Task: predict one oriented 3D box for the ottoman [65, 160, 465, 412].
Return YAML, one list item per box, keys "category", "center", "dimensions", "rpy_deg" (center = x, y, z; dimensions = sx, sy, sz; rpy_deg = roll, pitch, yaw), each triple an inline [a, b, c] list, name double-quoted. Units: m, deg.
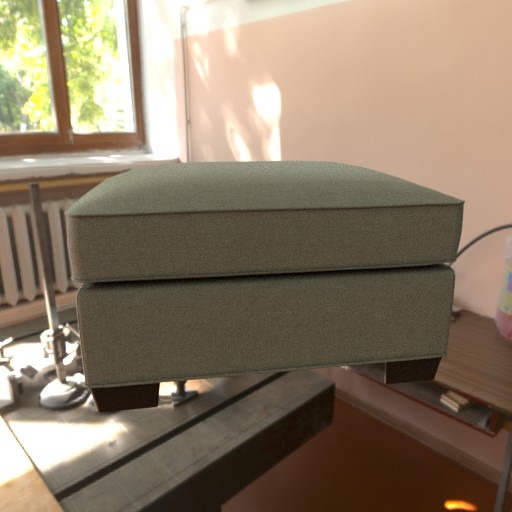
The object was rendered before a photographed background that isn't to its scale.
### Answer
- category: "ottoman"
  center: [0.000, 0.000, 1.231]
  dimensions: [0.843, 0.504, 0.619]
  rpy_deg: [-3, 17, -9]
